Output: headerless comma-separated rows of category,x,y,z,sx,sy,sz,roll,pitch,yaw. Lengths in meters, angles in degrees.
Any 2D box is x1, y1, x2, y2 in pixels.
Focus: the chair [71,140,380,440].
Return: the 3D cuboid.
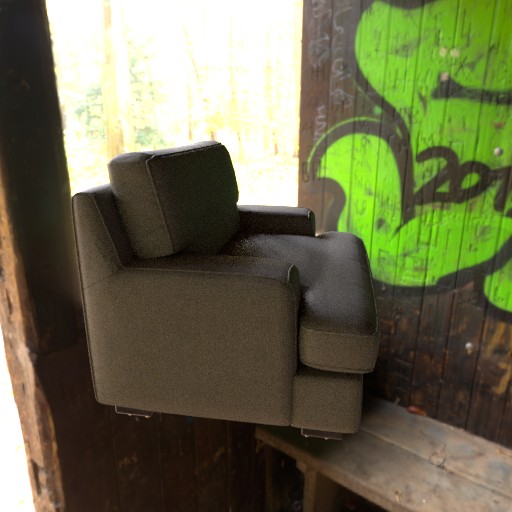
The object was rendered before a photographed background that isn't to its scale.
chair,0.000,0.000,2.011,1.043,0.974,1.270,3,17,10
